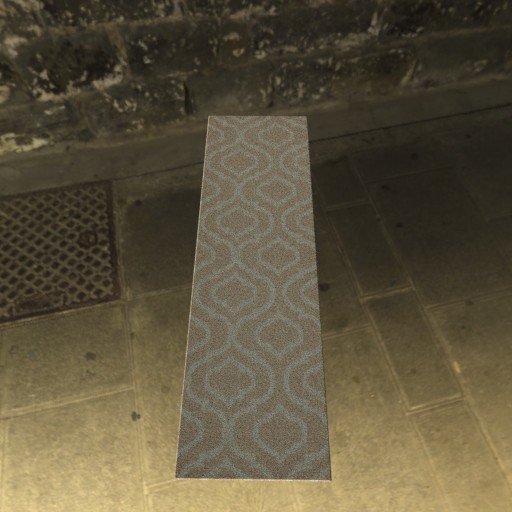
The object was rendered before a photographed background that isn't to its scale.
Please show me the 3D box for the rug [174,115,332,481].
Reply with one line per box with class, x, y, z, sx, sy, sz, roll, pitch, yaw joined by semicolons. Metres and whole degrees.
rug;0.000;0.000;2.528;0.691;0.013;2.289;1;59;0
